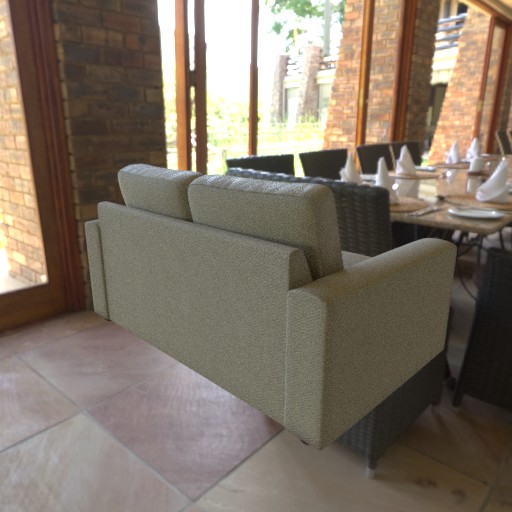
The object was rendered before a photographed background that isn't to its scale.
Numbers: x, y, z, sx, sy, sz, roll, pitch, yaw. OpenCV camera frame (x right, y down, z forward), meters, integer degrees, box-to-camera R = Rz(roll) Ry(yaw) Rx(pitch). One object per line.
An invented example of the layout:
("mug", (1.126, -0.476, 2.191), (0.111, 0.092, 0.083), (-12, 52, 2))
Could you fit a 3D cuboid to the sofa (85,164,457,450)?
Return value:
("sofa", (0.000, 0.000, 2.225), (1.616, 0.873, 1.016), (16, 23, 42))
